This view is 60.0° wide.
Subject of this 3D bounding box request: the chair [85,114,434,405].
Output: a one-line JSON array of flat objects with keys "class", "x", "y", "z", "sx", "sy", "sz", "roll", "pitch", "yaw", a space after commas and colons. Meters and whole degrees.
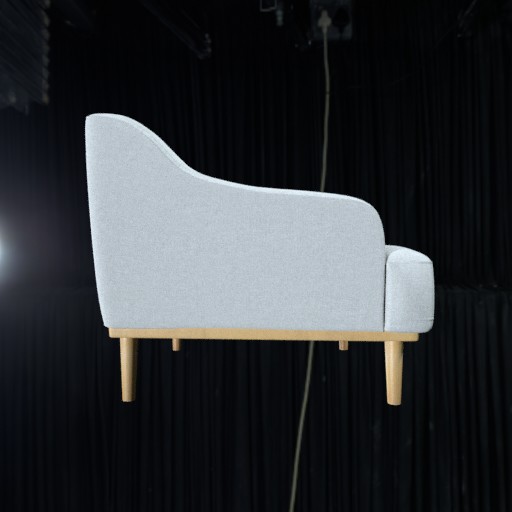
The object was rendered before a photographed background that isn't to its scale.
[{"class": "chair", "x": 0.000, "y": 0.000, "z": 1.603, "sx": 0.951, "sy": 0.818, "sz": 0.946, "roll": 0, "pitch": -1, "yaw": 1}]
